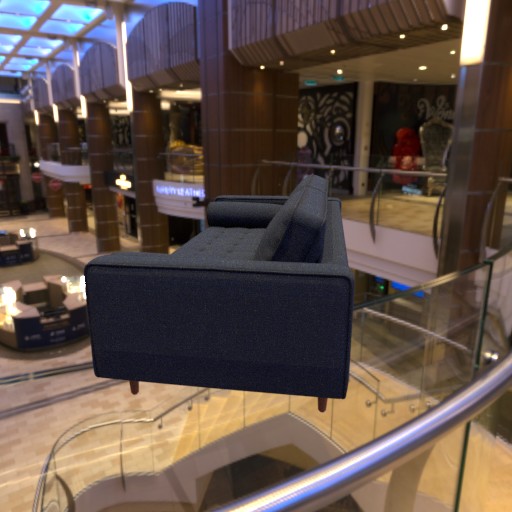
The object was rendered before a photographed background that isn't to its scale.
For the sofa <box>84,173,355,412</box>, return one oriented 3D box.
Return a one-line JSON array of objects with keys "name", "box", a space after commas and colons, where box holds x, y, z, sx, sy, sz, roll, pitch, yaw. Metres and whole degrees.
[{"name": "sofa", "box": [0.000, 0.000, 2.343, 0.914, 0.762, 1.880, 2, 15, 9]}]
